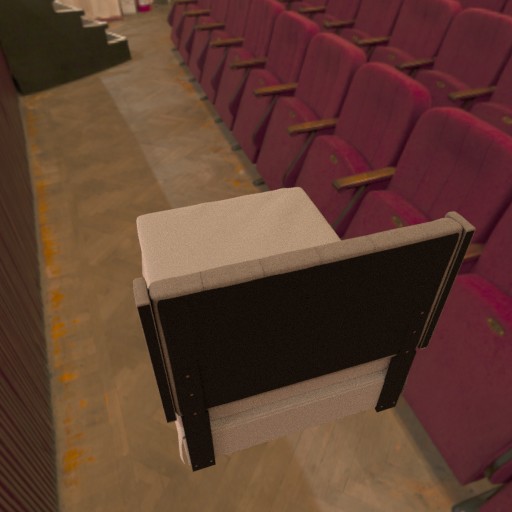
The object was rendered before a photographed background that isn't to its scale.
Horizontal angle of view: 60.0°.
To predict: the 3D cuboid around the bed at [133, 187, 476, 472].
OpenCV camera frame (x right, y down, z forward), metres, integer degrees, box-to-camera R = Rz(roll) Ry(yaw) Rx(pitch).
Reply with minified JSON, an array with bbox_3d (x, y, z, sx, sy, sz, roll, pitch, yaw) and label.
[{"bbox_3d":[0.000,0.000,3.310,1.719,1.665,2.066,-12,43,-14],"label":"bed"}]
